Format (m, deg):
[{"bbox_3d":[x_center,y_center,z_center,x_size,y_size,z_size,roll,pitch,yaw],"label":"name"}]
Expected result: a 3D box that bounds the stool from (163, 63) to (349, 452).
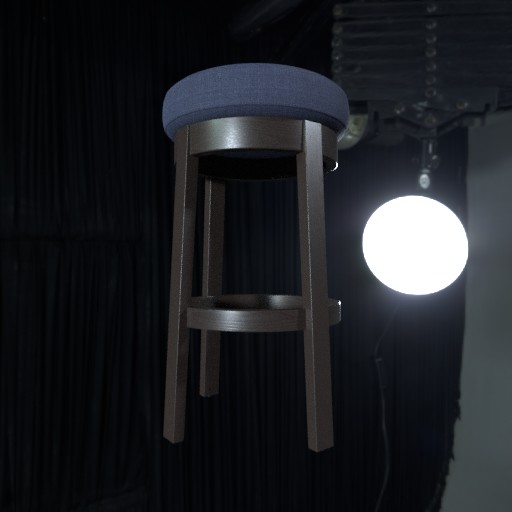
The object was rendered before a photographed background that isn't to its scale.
[{"bbox_3d":[0.000,0.000,1.035,0.446,0.758,0.446,0,0,0],"label":"stool"}]
